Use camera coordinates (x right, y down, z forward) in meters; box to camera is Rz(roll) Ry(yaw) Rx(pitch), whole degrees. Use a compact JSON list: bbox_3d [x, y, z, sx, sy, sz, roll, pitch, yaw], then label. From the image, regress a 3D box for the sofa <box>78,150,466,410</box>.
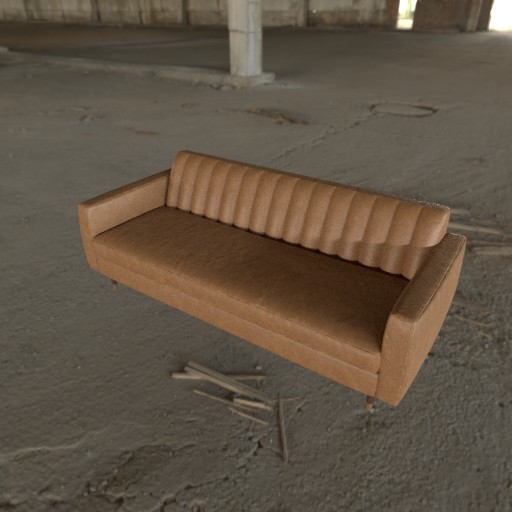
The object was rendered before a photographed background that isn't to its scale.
[{"bbox_3d":[0.000,0.000,2.809,2.291,0.821,0.990,19,35,29],"label":"sofa"}]
